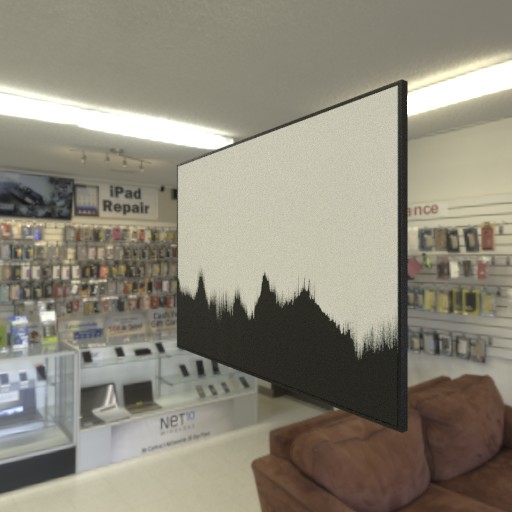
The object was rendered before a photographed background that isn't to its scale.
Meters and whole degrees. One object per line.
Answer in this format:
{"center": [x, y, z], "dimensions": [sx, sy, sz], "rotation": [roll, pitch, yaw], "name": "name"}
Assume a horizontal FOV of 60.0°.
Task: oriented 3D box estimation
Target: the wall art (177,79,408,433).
{"center": [0.000, 0.000, 1.221], "dimensions": [0.019, 0.660, 0.957], "rotation": [0, 0, -36], "name": "wall art"}
